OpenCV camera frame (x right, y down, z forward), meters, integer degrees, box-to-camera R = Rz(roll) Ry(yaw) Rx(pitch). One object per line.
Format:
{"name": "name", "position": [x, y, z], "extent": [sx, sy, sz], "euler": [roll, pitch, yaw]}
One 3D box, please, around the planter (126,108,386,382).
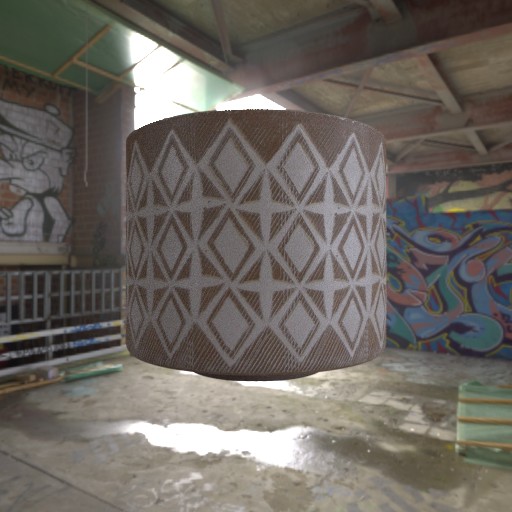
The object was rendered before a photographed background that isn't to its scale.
{"name": "planter", "position": [0.000, 0.000, 0.343], "extent": [0.193, 0.165, 0.193], "euler": [0, 0, 0]}
